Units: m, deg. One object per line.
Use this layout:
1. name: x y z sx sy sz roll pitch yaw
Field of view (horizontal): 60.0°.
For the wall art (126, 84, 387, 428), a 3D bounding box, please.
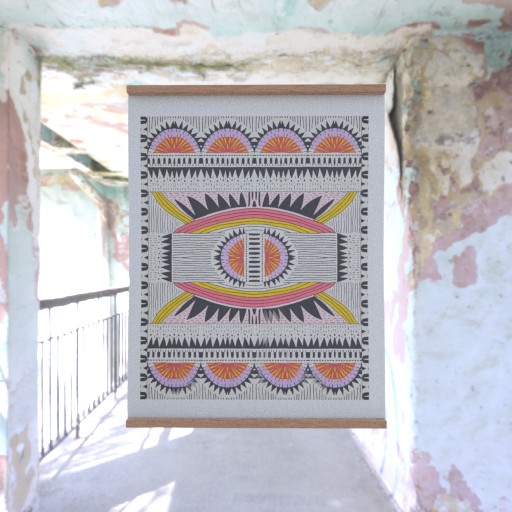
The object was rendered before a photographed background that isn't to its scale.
1. wall art: 0.000 0.000 0.694 0.403 0.527 0.028 0 0 1
